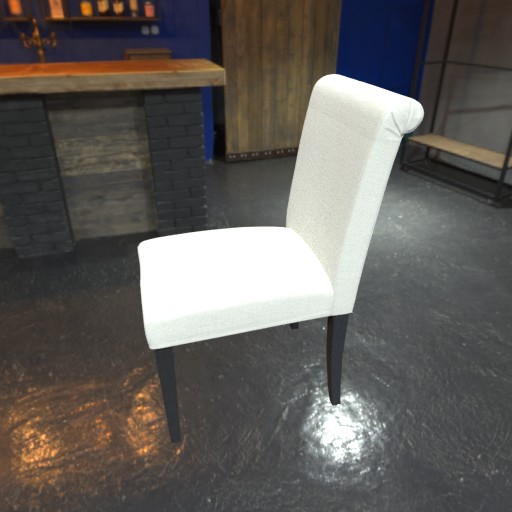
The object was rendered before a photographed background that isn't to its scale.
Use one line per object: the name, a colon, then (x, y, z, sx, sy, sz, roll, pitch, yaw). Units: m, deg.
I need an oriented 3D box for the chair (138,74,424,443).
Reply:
chair: (0.000, 0.000, 1.371, 0.708, 0.976, 0.452, -8, 31, -13)
